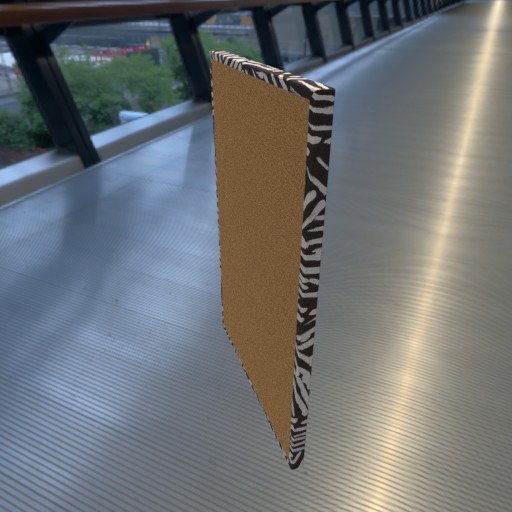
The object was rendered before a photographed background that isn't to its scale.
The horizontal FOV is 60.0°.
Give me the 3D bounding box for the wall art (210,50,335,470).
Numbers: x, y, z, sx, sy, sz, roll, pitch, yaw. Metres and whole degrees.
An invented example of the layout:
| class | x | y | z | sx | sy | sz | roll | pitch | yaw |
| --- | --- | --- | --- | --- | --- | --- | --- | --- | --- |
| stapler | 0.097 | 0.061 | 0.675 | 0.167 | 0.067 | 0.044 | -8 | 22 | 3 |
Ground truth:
| class | x | y | z | sx | sy | sz | roll | pitch | yaw |
| --- | --- | --- | --- | --- | --- | --- | --- | --- | --- |
| wall art | 0.000 | 0.000 | 1.148 | 0.035 | 0.918 | 0.615 | -10 | 32 | -17 |
